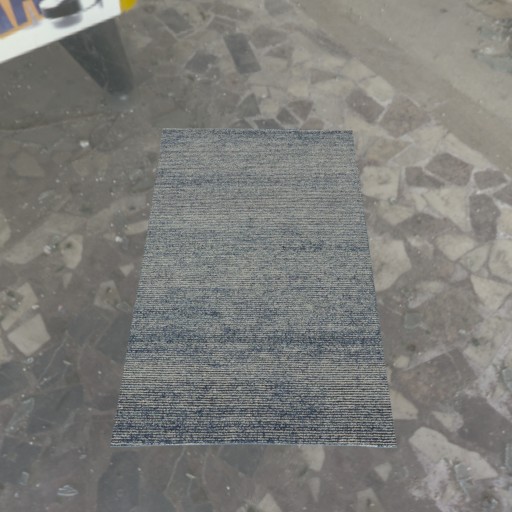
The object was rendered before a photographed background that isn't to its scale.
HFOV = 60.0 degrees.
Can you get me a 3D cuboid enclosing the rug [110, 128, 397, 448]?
[{"bbox_3d":[0.000,0.000,2.212,1.145,0.021,1.777,1,59,0],"label":"rug"}]
